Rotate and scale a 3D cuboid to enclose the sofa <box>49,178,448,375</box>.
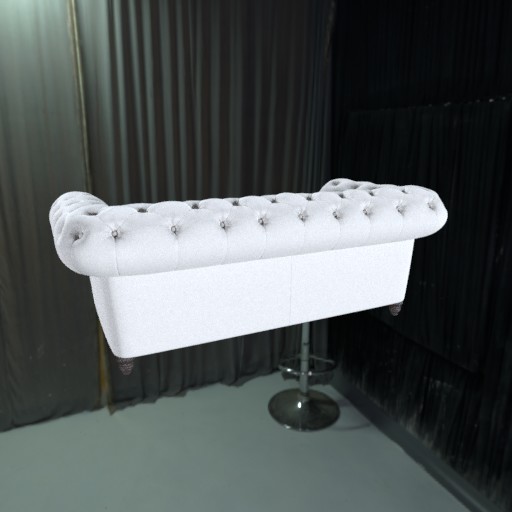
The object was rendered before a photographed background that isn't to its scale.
[{"bbox_3d":[0.000,0.000,2.435,1.998,0.764,0.986,-7,17,-25],"label":"sofa"}]
